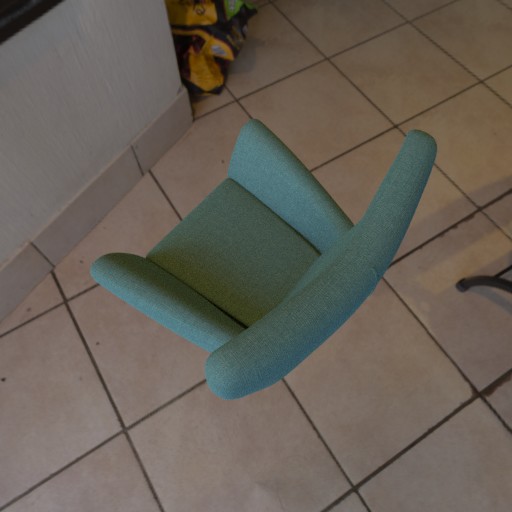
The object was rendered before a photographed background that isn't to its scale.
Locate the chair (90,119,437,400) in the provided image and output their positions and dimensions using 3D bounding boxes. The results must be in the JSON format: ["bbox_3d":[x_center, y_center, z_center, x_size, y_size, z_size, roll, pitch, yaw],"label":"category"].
[{"bbox_3d":[0.000,0.000,1.737,0.900,0.980,1.050,36,68,17],"label":"chair"}]
